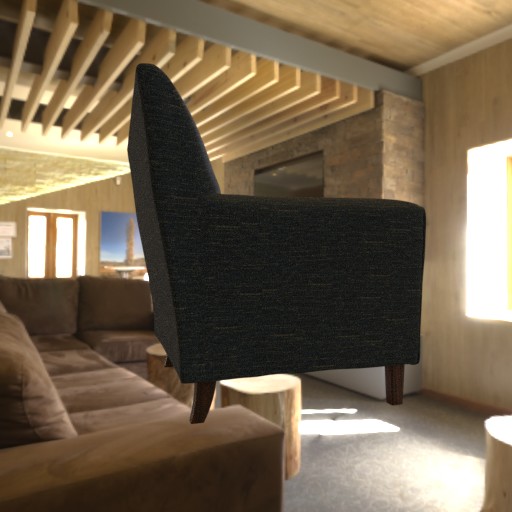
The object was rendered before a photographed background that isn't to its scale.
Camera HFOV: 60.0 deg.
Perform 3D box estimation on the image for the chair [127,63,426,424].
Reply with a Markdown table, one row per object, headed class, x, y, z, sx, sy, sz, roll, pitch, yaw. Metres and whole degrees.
| class | x | y | z | sx | sy | sz | roll | pitch | yaw |
| --- | --- | --- | --- | --- | --- | --- | --- | --- | --- |
| chair | 0.000 | 0.000 | 1.593 | 0.873 | 0.928 | 0.864 | 0 | -1 | -18 |
